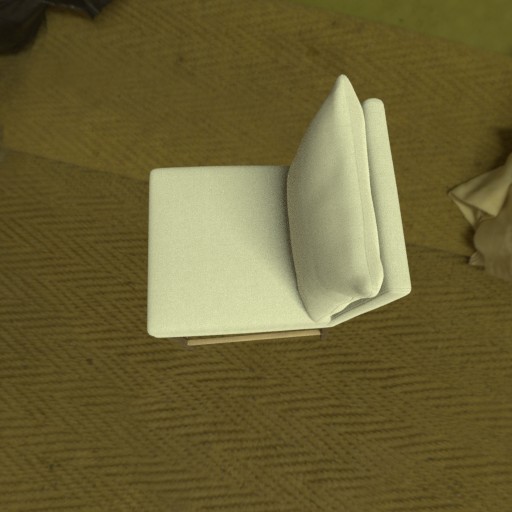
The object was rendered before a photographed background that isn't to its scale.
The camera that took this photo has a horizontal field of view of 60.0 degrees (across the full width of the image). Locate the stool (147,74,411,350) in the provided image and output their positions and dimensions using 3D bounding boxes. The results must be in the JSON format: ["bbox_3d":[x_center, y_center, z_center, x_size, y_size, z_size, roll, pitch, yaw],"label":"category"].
[{"bbox_3d":[0.000,0.000,1.308,0.572,1.032,0.463,-3,75,-1],"label":"stool"}]
